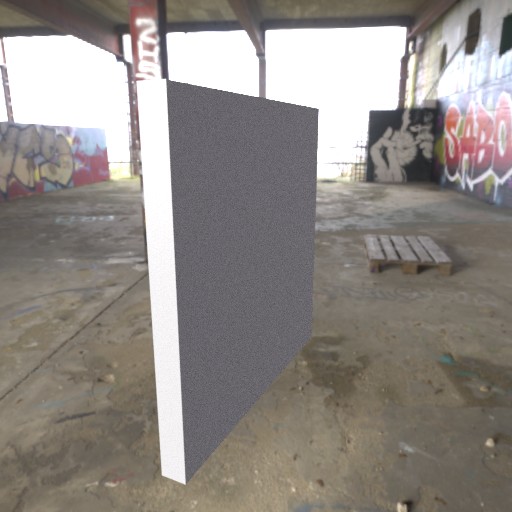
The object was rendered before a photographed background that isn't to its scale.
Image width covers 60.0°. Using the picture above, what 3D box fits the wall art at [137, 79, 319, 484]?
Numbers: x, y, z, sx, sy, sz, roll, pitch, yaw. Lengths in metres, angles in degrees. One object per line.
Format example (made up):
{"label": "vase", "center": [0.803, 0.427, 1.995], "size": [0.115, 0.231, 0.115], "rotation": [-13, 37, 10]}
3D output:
{"label": "wall art", "center": [0.000, 0.000, 0.529], "size": [0.027, 0.355, 0.355], "rotation": [7, 16, 25]}
